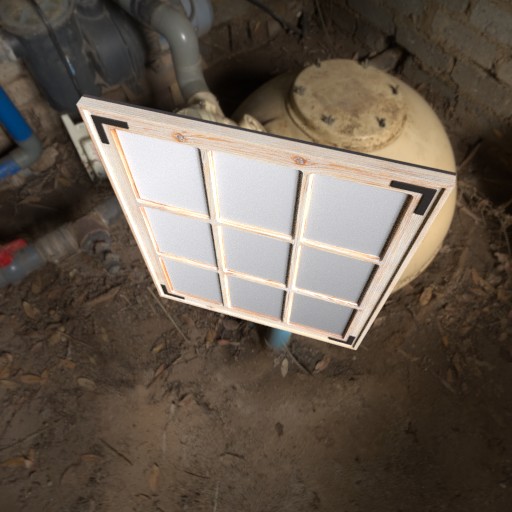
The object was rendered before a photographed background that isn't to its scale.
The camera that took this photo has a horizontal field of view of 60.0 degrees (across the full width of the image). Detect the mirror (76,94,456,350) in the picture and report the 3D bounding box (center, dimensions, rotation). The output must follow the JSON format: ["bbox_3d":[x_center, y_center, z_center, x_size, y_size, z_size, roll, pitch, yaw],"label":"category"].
[{"bbox_3d":[0.000,0.000,1.211,0.730,0.882,0.032,14,61,8],"label":"mirror"}]
